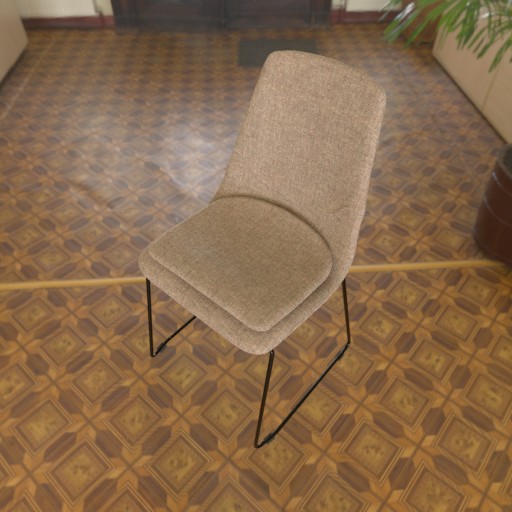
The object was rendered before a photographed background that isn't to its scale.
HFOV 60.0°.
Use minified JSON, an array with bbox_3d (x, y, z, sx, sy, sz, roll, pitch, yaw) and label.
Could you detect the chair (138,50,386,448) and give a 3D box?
[{"bbox_3d":[0.000,0.000,1.149,0.479,0.858,0.518,32,54,27],"label":"chair"}]
